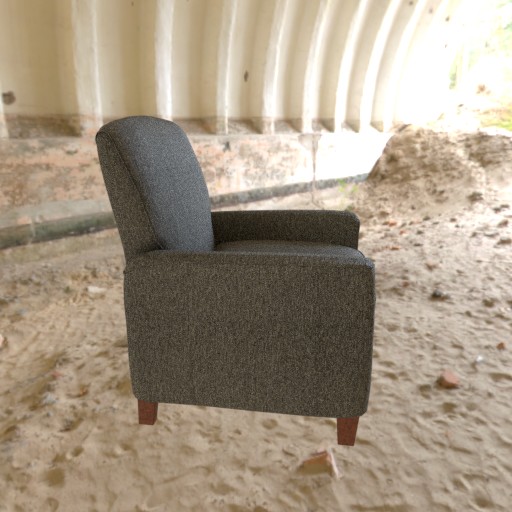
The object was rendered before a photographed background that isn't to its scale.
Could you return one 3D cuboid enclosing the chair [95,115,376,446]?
[{"bbox_3d":[0.000,0.000,1.673,0.864,1.014,0.848,2,16,8],"label":"chair"}]
